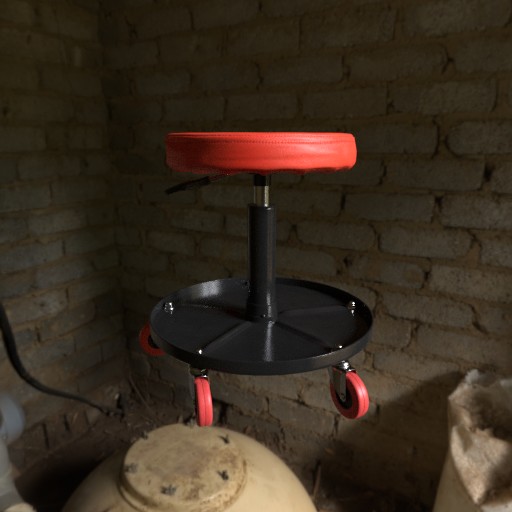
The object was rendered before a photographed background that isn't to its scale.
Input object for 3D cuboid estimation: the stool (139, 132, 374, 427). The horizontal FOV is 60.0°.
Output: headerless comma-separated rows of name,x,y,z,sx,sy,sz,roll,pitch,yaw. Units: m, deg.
stool,0.000,0.000,0.686,0.382,0.365,0.381,-2,15,-9
